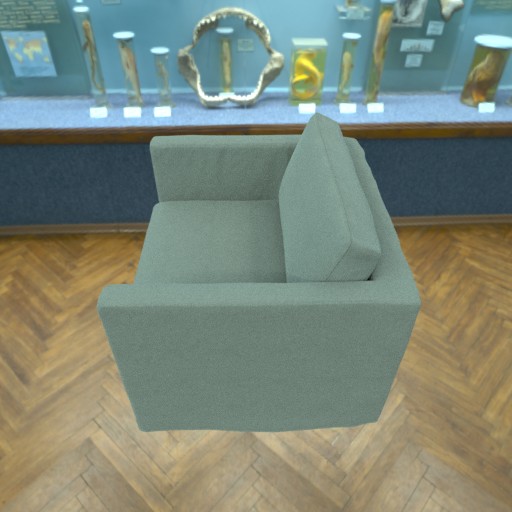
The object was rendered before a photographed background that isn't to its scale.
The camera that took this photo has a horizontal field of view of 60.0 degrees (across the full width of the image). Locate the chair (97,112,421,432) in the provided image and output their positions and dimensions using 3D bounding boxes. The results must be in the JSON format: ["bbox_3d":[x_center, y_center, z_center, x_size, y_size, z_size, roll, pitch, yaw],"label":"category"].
[{"bbox_3d":[0.000,0.000,1.791,0.949,0.863,1.057,-1,42,-1],"label":"chair"}]
